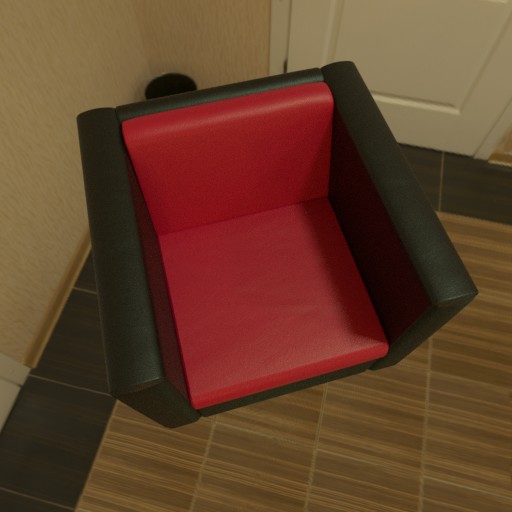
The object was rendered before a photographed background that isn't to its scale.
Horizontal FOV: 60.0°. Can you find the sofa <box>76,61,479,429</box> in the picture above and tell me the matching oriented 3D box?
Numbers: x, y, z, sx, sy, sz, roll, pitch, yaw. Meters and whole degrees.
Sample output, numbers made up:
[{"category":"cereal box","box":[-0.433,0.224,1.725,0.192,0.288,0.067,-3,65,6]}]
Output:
[{"category":"sofa","box":[0.000,0.000,1.416,0.839,0.724,0.809,-14,64,-7]}]
